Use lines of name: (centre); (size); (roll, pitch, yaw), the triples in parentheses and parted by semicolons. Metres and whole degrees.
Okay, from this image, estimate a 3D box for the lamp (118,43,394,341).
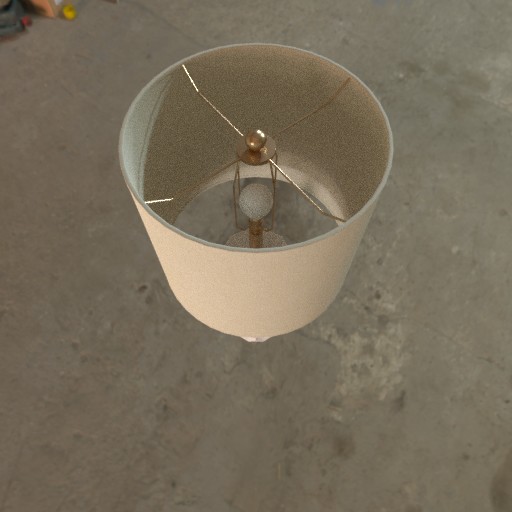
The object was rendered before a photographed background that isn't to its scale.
lamp: (0.000, 0.000, 0.687); (0.277, 0.537, 0.277); (0, 62, 0)
